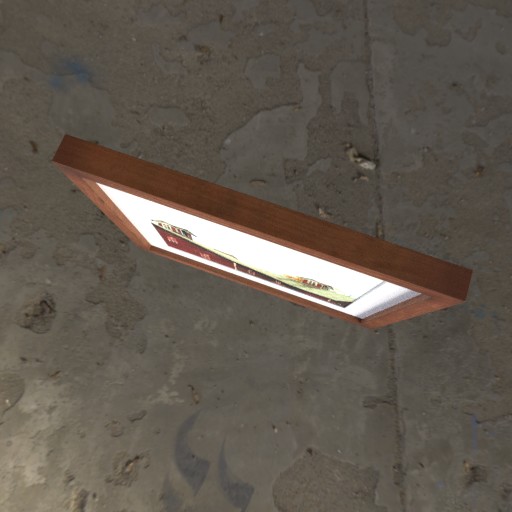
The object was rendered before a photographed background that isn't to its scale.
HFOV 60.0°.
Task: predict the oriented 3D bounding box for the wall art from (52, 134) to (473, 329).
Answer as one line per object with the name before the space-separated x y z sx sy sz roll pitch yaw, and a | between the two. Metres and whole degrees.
wall art | 0.000 0.000 0.567 0.401 0.328 0.030 19 77 5
